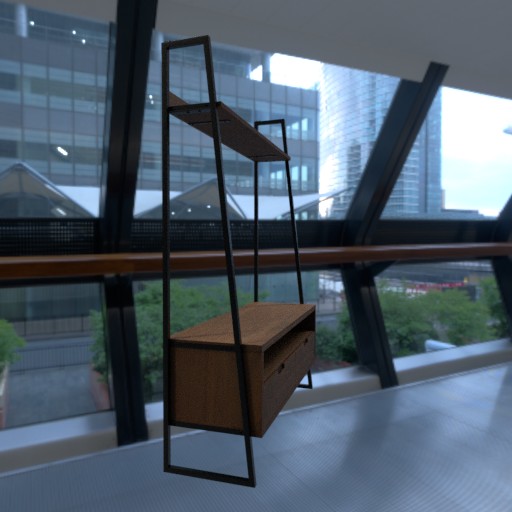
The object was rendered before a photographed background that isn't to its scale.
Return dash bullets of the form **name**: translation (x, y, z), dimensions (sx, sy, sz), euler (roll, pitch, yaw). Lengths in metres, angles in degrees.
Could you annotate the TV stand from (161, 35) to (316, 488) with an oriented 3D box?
- **TV stand**: translation (0.000, 0.000, 2.356), dimensions (0.432, 1.772, 1.250), euler (1, 2, 18)
